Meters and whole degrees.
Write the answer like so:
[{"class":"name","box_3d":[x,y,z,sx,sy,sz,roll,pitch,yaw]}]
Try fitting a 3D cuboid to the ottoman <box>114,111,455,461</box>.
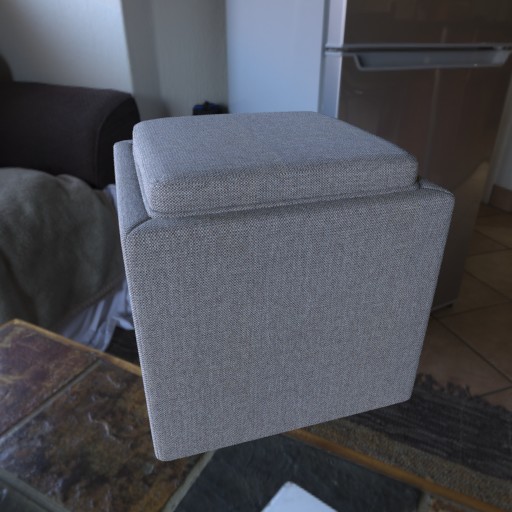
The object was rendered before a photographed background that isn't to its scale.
[{"class":"ottoman","box_3d":[0.000,0.000,0.814,0.450,0.460,0.450,-8,29,-15]}]
